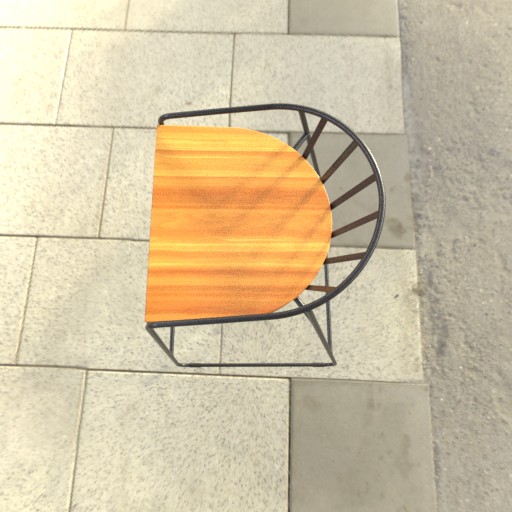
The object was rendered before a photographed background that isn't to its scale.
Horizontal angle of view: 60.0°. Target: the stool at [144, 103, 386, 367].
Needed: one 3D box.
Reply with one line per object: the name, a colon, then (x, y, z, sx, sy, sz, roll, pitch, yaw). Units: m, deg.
stool: (0.000, 0.000, 1.154, 0.521, 0.812, 0.546, 0, 75, 0)
